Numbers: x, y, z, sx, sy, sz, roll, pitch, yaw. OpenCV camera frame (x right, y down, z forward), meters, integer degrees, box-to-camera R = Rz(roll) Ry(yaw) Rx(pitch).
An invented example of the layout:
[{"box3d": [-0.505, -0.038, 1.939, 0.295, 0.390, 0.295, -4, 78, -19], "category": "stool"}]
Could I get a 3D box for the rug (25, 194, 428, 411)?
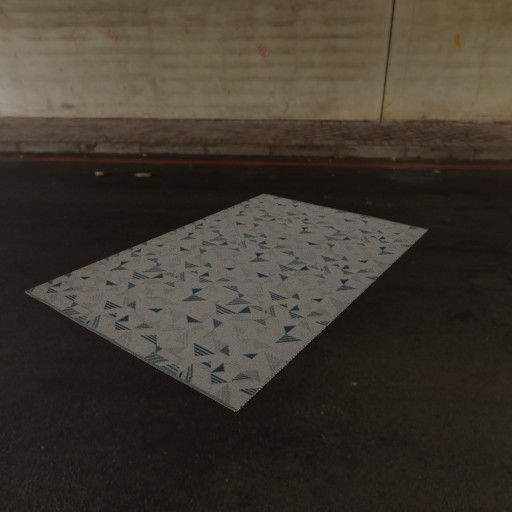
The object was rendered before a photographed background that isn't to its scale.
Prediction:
[{"box3d": [0.000, 0.000, 2.306, 1.206, 0.003, 1.835, 17, 30, 33], "category": "rug"}]
